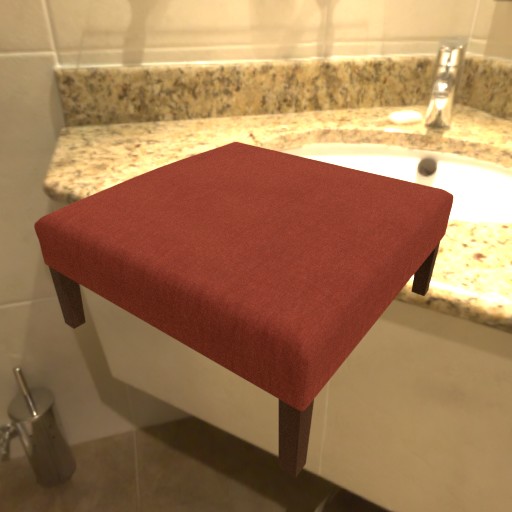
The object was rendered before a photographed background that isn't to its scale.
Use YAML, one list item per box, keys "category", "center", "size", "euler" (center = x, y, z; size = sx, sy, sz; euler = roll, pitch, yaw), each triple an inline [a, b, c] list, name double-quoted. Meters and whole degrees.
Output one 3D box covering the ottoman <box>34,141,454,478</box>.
- category: "ottoman"
  center: [0.000, 0.000, 1.384]
  size: [0.889, 0.411, 0.890]
  euler: [21, 37, 31]
